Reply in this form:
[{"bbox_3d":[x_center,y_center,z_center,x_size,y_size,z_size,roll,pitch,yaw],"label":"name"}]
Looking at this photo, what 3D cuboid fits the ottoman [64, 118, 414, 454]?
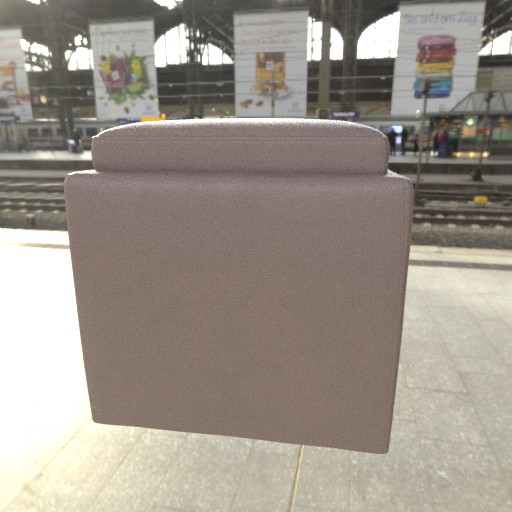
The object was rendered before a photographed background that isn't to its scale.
[{"bbox_3d":[0.000,0.000,0.783,0.451,0.460,0.450,2,15,9],"label":"ottoman"}]
